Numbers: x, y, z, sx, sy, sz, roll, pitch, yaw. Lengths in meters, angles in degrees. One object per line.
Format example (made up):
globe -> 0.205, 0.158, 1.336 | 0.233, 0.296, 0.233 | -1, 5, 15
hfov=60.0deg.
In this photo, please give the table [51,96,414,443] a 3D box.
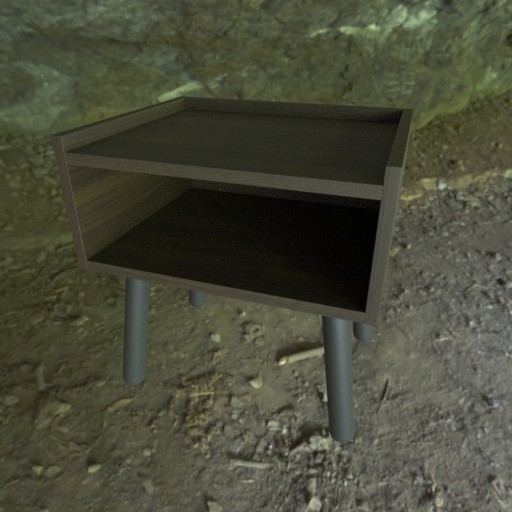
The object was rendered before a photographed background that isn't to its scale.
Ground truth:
table -> 0.000, 0.000, 0.789 | 0.450, 0.470, 0.370 | 9, 29, 17
